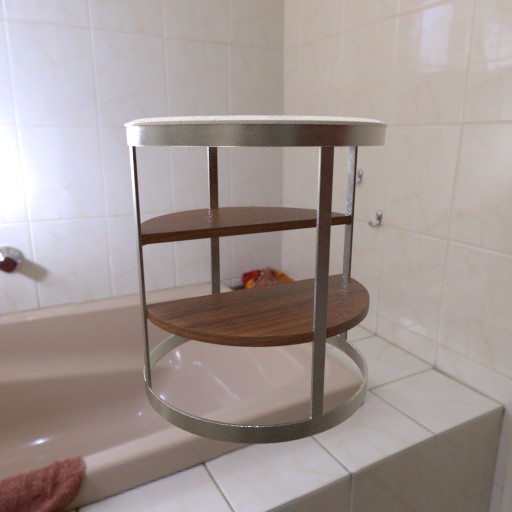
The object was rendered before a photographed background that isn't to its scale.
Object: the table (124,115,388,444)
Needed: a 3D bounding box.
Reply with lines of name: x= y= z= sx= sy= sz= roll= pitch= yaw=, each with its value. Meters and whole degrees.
table: x=0.000 y=0.000 z=0.768 sx=0.407 sy=0.447 sz=0.407 roll=0 pitch=15 yaw=0
